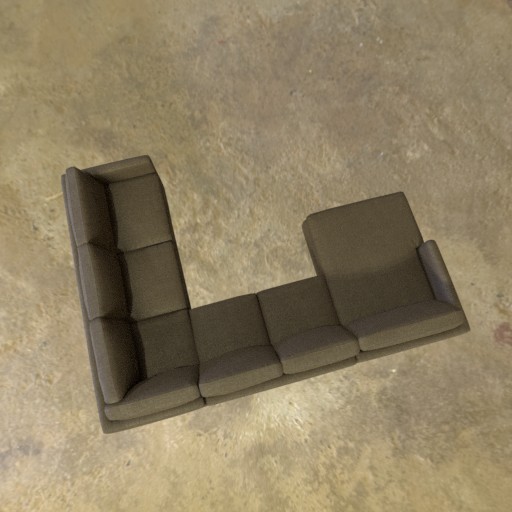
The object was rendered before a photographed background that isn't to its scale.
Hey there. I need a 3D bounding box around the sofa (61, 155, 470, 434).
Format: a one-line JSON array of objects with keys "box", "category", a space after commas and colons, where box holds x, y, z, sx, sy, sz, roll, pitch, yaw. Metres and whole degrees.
[{"box": [0.000, 0.000, 4.526, 3.460, 0.961, 2.594, -14, 75, -4], "category": "sofa"}]
